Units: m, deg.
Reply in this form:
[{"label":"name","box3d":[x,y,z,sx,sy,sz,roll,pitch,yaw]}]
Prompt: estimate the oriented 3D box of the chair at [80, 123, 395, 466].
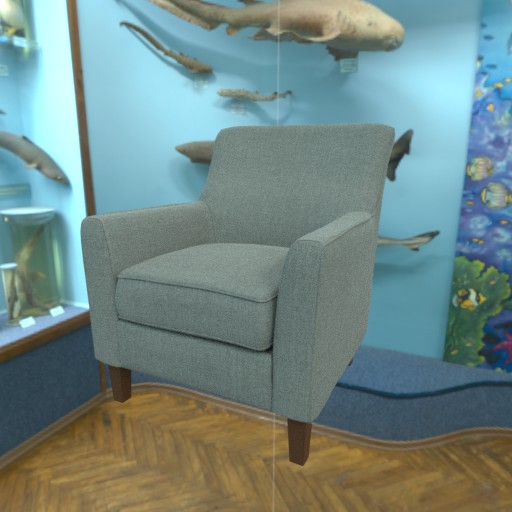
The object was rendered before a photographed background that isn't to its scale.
[{"label":"chair","box3d":[0.000,0.000,1.779,0.887,1.047,0.993,7,16,27]}]
